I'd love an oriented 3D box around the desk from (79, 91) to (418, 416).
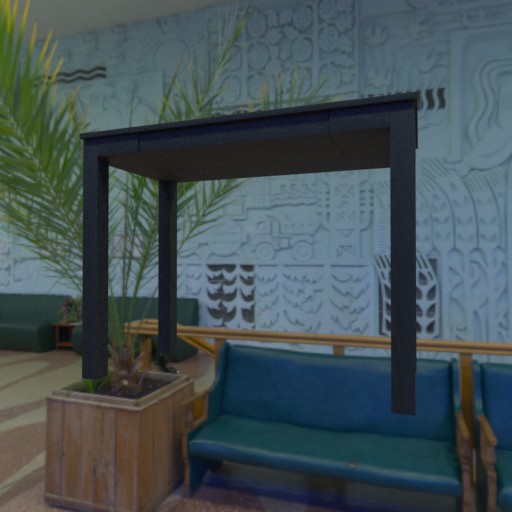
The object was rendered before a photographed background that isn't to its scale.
[{"bbox_3d":[0.000,0.000,1.440,0.991,0.762,0.499,0,-1,20],"label":"desk"}]
